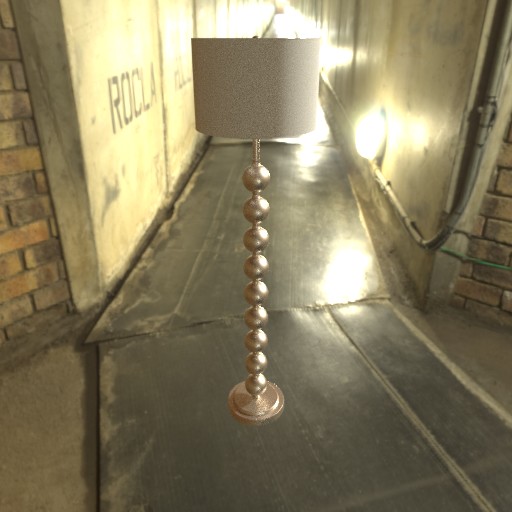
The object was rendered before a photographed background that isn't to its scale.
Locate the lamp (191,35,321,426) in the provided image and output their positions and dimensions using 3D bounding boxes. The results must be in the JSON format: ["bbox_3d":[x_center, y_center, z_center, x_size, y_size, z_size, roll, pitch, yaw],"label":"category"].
[{"bbox_3d":[0.000,0.000,1.655,0.394,1.474,0.394,17,31,31],"label":"lamp"}]
